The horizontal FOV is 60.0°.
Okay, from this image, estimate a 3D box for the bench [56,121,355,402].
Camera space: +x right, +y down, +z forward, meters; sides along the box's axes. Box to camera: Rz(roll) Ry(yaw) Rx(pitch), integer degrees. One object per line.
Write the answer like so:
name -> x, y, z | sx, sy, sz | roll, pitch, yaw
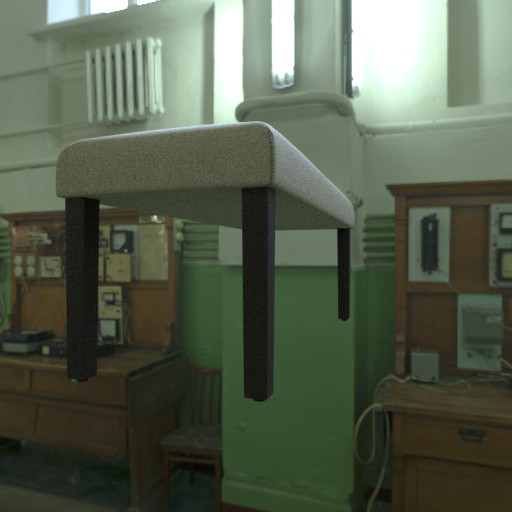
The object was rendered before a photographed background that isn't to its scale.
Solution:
bench -> 0.000, 0.000, 1.195 | 0.407, 0.456, 1.013 | 0, 0, 19
